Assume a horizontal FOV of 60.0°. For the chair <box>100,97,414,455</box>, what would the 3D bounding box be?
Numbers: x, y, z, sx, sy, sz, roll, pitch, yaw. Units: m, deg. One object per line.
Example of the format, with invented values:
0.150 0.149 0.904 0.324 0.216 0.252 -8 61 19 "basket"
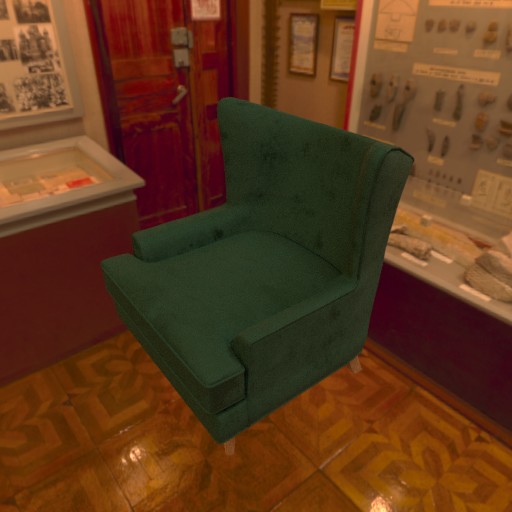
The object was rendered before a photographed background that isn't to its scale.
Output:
0.000 0.000 1.613 0.910 0.952 0.793 -22 38 -31 "chair"
